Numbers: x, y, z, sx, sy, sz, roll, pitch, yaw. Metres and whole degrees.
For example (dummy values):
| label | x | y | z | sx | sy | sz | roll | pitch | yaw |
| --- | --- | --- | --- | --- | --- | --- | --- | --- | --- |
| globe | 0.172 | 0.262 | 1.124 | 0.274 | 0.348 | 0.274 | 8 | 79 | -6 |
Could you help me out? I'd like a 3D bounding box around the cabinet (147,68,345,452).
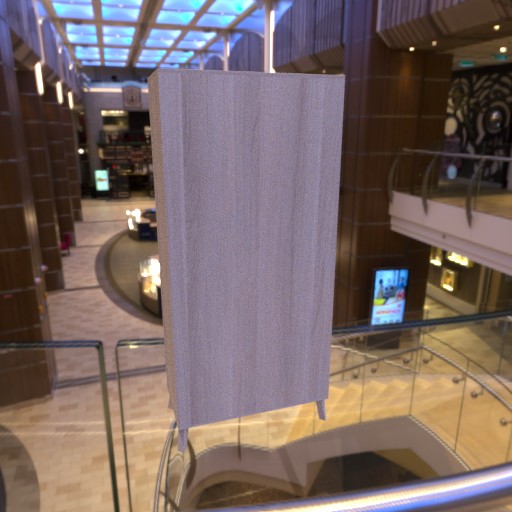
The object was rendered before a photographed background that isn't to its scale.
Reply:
| label | x | y | z | sx | sy | sz | roll | pitch | yaw |
| --- | --- | --- | --- | --- | --- | --- | --- | --- | --- |
| cabinet | 0.000 | 0.000 | 2.640 | 0.969 | 1.957 | 1.272 | 8 | 18 | 25 |
